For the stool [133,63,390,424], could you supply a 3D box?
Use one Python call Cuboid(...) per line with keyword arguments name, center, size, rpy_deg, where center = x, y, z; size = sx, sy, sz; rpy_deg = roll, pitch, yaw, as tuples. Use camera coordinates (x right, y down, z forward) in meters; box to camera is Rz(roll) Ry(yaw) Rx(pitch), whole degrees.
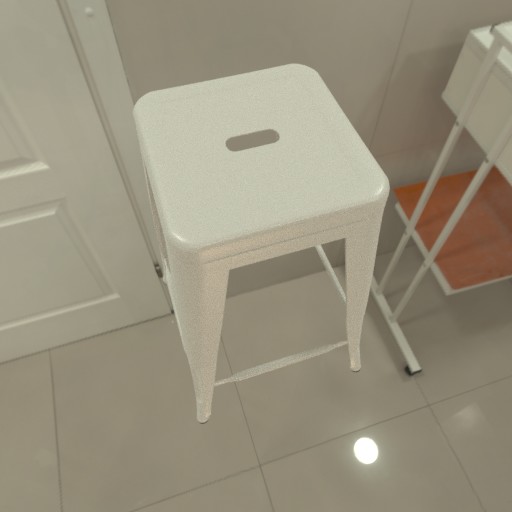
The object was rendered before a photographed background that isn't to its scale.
Cuboid(name="stool", center=(0.000, 0.000, 0.882), size=(0.406, 0.610, 0.406), rpy_deg=(-15, 58, -10))
